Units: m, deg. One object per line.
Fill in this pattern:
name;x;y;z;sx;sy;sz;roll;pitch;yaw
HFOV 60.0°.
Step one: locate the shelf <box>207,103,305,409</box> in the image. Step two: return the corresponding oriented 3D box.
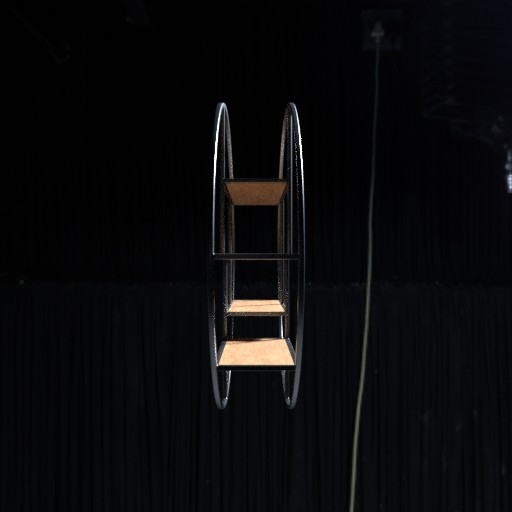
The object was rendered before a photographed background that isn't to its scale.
shelf;0.000;0.000;1.360;0.202;0.888;0.888;0;-1;0
